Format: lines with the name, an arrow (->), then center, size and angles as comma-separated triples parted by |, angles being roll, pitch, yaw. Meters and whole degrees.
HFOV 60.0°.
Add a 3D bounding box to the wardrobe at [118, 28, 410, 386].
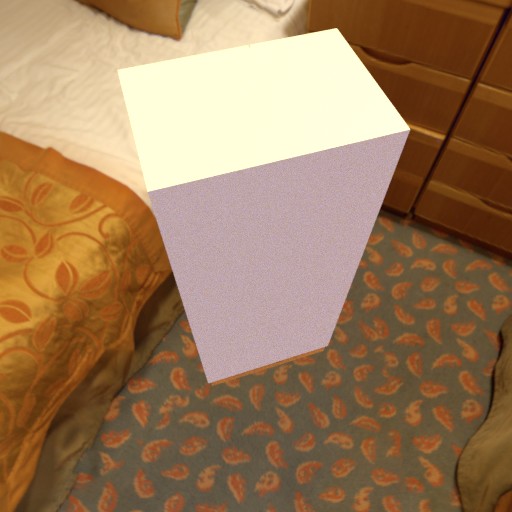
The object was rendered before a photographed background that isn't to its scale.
wardrobe -> 0.000, 0.000, 2.385 | 0.860, 2.040, 0.600 | -15, 59, -9
